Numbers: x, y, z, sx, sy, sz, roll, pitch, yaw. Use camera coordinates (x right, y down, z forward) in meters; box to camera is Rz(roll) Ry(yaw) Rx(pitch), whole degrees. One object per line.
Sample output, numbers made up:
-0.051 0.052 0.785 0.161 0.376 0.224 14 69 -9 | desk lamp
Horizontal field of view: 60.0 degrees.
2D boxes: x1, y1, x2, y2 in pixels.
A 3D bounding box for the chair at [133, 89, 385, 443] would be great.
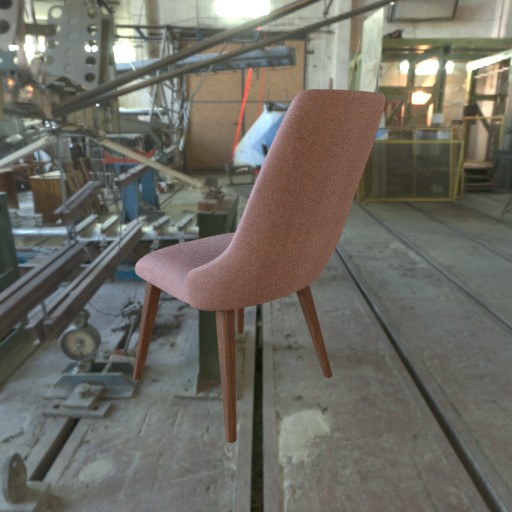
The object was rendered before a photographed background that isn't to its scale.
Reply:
0.000 0.000 1.357 0.535 0.918 0.707 -16 23 -43 | chair
